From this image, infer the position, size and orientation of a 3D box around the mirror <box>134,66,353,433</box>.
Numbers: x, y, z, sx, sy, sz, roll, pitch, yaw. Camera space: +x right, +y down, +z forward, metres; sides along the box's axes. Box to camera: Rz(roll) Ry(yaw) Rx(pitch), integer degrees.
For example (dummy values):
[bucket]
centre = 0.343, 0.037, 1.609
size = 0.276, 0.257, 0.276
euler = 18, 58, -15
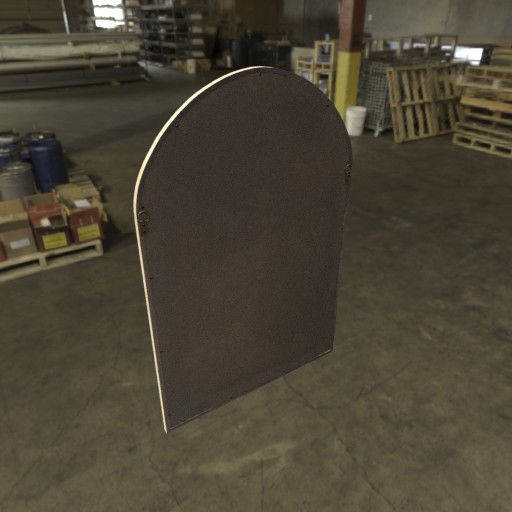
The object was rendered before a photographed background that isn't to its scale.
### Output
[mirror]
centre = 0.000, 0.000, 1.159
size = 0.609, 0.915, 0.032
euler = -18, 33, -29
